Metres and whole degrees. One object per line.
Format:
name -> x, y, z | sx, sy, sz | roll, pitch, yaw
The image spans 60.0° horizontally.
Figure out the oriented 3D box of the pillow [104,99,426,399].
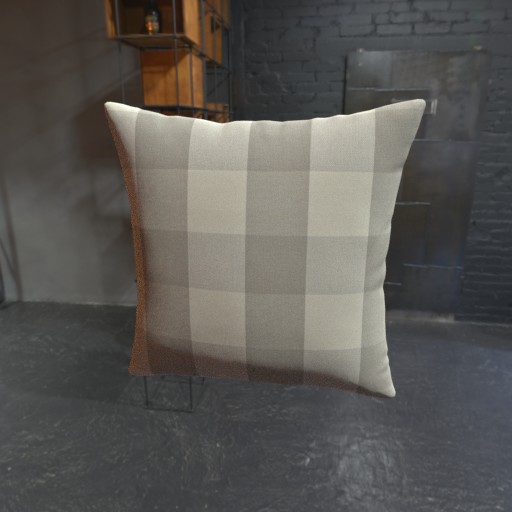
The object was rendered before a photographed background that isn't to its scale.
pillow -> 0.000, 0.000, 0.768 | 0.511, 0.509, 0.161 | 3, 16, 9
